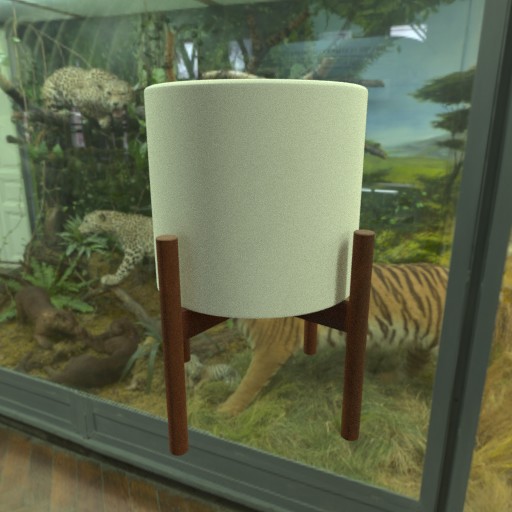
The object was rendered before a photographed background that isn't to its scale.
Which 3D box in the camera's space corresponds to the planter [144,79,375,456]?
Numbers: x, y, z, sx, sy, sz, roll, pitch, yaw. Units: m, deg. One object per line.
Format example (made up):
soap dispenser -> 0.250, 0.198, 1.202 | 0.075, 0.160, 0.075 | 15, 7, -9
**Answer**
planter -> 0.000, 0.000, 0.506 | 0.224, 0.358, 0.224 | -2, 17, -7
